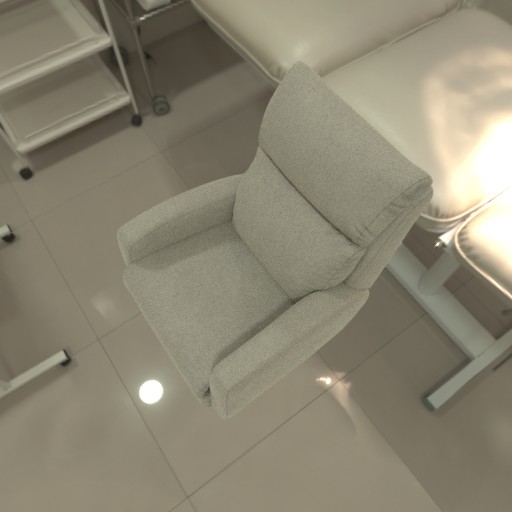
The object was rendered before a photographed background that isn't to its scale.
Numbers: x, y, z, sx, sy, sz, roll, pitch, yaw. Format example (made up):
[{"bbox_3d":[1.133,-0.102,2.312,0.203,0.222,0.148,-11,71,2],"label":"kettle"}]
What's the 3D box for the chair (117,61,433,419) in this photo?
[{"bbox_3d":[0.000,0.000,1.687,0.940,1.021,0.794,-33,68,-15],"label":"chair"}]
